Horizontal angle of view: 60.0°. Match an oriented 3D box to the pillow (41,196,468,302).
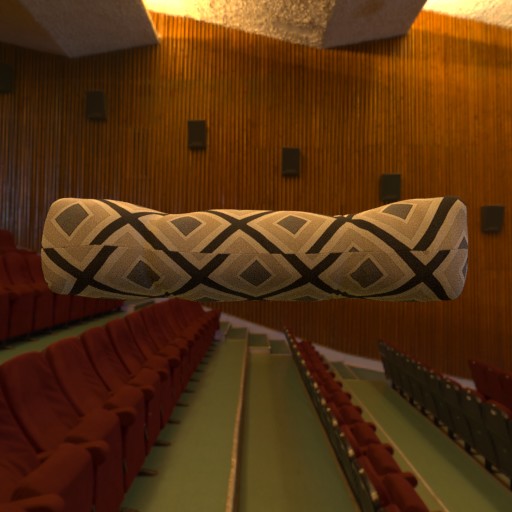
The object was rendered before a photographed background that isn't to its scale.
[{"bbox_3d":[0.000,0.000,0.709,0.490,0.128,0.468,0,-2,-1],"label":"pillow"}]
